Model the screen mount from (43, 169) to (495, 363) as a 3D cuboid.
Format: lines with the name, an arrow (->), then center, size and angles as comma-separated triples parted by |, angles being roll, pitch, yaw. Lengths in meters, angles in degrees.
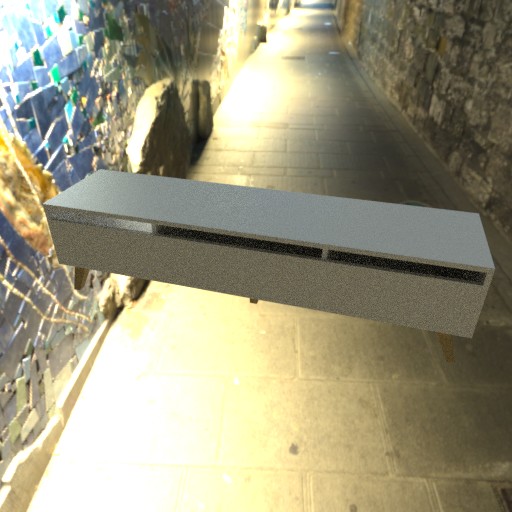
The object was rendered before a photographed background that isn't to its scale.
screen mount -> 0.000, 0.000, 1.829 | 1.644, 0.432, 0.399 | 9, 33, 14
